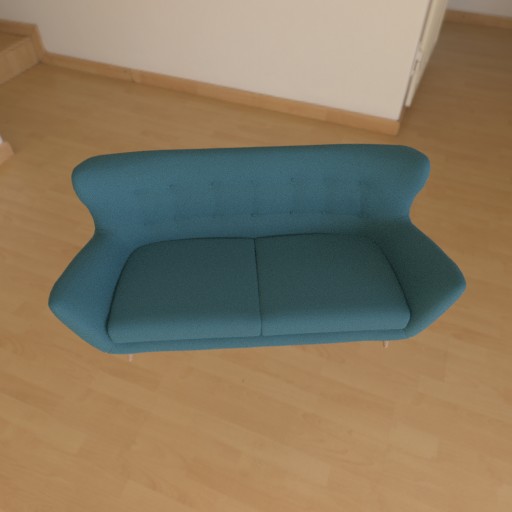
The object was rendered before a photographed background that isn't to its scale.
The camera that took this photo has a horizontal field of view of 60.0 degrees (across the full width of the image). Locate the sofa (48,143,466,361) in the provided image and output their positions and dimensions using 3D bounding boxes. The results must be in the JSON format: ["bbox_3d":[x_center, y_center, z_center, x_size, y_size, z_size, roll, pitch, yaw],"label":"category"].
[{"bbox_3d":[0.000,0.000,2.408,1.930,0.890,0.889,-2,48,-2],"label":"sofa"}]
